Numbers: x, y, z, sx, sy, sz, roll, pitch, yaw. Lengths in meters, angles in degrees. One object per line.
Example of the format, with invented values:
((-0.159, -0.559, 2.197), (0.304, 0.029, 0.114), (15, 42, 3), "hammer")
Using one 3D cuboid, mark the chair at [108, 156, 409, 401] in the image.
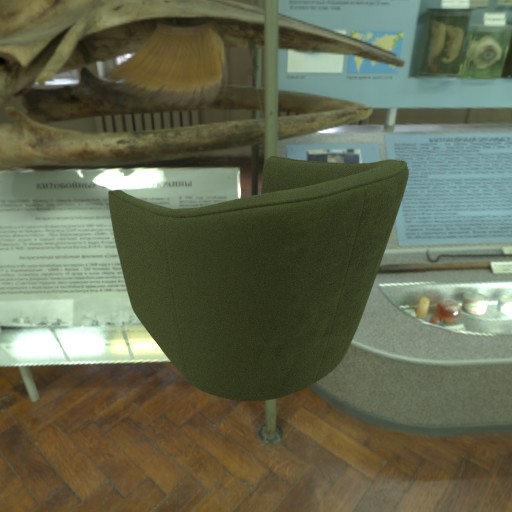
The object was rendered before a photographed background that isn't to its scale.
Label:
((0.000, 0.000, 1.504), (0.747, 0.799, 0.875), (-19, 35, -29), "chair")
